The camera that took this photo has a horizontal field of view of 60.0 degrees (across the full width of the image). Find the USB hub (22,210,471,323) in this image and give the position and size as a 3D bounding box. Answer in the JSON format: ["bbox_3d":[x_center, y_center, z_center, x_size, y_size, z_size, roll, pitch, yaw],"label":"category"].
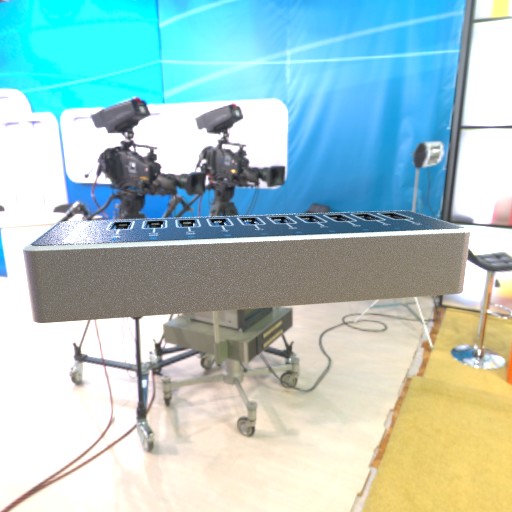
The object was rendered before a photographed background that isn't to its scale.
[{"bbox_3d":[0.000,0.000,0.161,0.145,0.023,0.044,-3,15,-11],"label":"USB hub"}]
